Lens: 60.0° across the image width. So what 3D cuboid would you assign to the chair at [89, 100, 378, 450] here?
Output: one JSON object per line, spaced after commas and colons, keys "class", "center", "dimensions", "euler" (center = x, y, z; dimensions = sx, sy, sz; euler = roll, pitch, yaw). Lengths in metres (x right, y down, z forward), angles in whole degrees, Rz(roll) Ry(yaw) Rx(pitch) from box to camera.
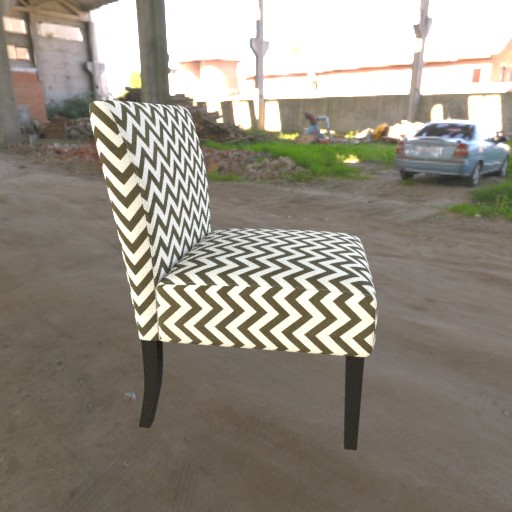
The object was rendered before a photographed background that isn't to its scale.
{"class": "chair", "center": [0.000, 0.000, 1.283], "dimensions": [0.648, 0.838, 0.589], "euler": [3, 17, 8]}
